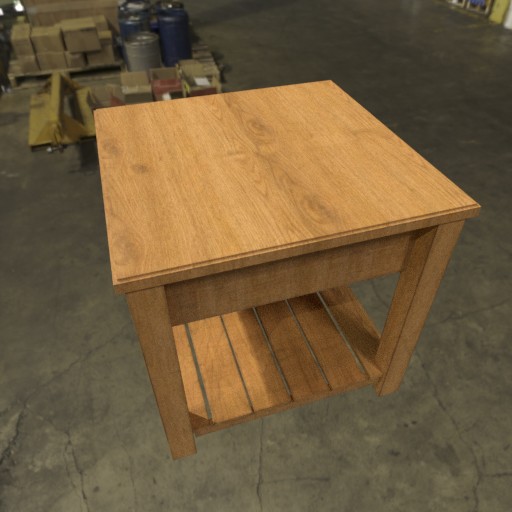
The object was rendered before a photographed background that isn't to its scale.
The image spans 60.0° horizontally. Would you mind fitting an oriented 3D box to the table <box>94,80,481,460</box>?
[{"bbox_3d":[0.000,0.000,1.102,0.616,0.593,0.612,-12,43,-13],"label":"table"}]
